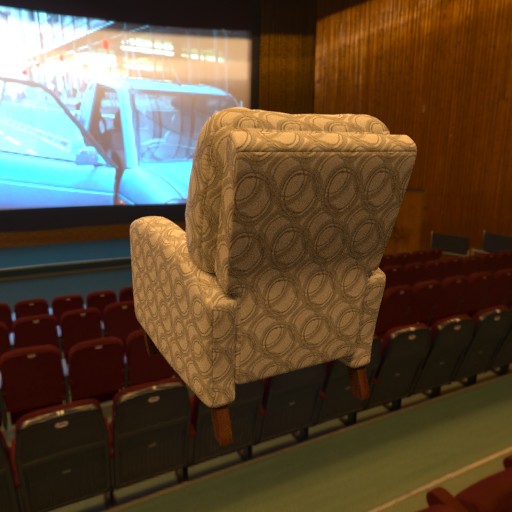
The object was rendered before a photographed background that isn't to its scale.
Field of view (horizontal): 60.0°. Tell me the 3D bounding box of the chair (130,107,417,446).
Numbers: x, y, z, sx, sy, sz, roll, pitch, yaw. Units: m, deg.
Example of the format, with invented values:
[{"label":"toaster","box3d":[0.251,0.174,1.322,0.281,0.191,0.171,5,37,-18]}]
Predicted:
[{"label":"chair","box3d":[0.000,0.000,1.777,0.796,1.065,0.995,-7,15,-27]}]
